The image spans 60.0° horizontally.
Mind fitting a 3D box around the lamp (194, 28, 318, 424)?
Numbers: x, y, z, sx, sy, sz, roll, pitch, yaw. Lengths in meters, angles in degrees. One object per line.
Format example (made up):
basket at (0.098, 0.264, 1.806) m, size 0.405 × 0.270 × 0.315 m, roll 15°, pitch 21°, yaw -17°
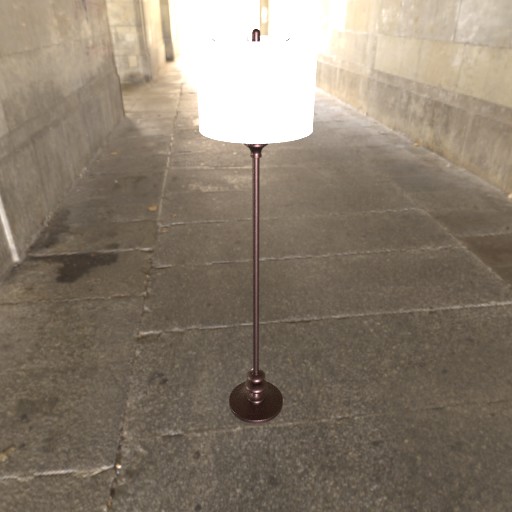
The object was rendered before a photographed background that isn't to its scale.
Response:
lamp at (0.000, 0.000, 1.627) m, size 0.356 × 1.487 × 0.356 m, roll 21°, pitch 35°, yaw 33°
